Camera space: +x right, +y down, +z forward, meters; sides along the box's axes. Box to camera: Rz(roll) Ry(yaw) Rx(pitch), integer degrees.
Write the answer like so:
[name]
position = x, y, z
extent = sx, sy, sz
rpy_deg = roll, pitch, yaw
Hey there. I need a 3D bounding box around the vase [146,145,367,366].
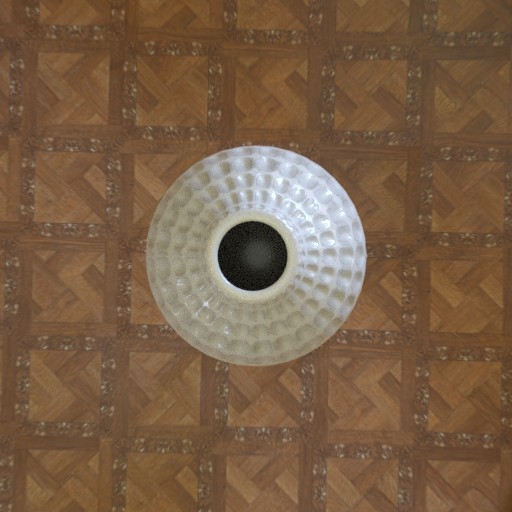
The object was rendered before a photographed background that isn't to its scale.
[vase]
position = 0.000, 0.000, 0.262
extent = 0.128, 0.167, 0.128
rpy_deg = 0, 90, 1
